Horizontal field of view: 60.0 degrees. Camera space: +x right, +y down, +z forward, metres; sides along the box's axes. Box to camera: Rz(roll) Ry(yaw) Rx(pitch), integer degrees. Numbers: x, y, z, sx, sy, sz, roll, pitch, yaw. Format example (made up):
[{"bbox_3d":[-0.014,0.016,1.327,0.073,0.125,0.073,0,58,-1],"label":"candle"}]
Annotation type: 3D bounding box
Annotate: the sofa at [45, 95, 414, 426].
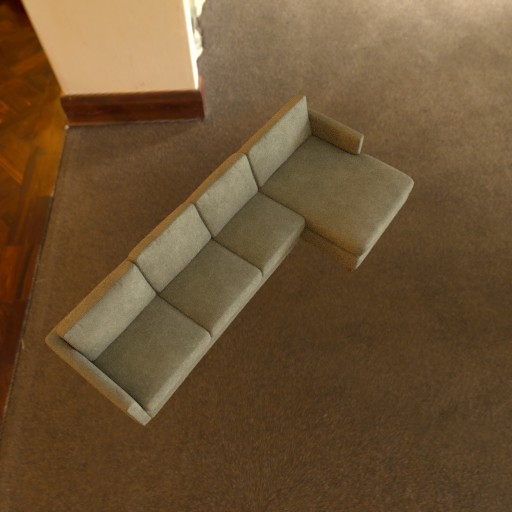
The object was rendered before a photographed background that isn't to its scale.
[{"bbox_3d":[0.000,0.000,4.133,1.604,0.950,3.471,33,65,18],"label":"sofa"}]
